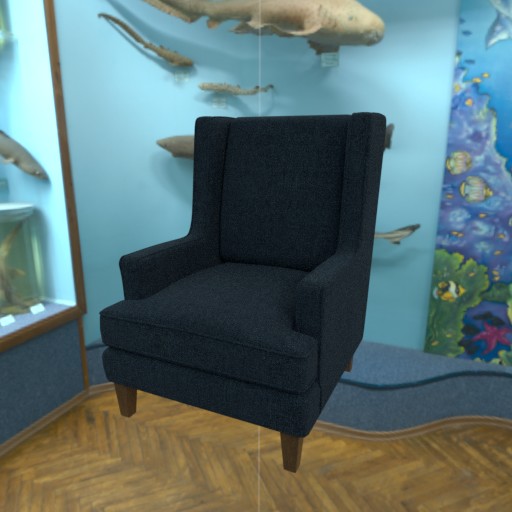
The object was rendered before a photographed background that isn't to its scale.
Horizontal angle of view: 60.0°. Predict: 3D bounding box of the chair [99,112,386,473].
[{"bbox_3d":[0.000,0.000,1.713,0.764,1.072,0.947,7,16,25],"label":"chair"}]
